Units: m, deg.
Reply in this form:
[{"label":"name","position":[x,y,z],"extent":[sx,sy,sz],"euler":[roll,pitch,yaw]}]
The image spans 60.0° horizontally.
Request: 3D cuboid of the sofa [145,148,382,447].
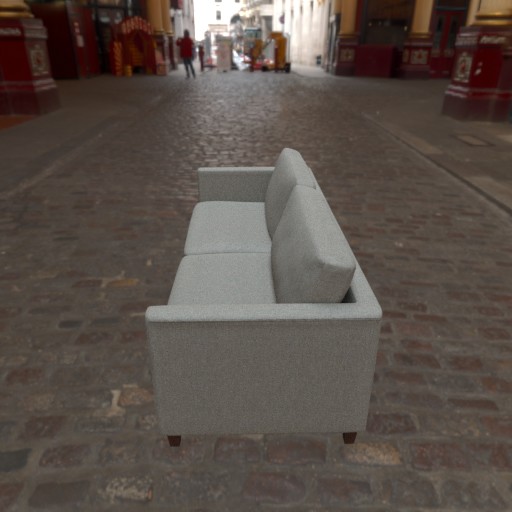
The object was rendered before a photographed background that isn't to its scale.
[{"label":"sofa","position":[0.000,0.000,2.780],"extent":[0.956,0.963,2.208],"euler":[-1,26,-1]}]
